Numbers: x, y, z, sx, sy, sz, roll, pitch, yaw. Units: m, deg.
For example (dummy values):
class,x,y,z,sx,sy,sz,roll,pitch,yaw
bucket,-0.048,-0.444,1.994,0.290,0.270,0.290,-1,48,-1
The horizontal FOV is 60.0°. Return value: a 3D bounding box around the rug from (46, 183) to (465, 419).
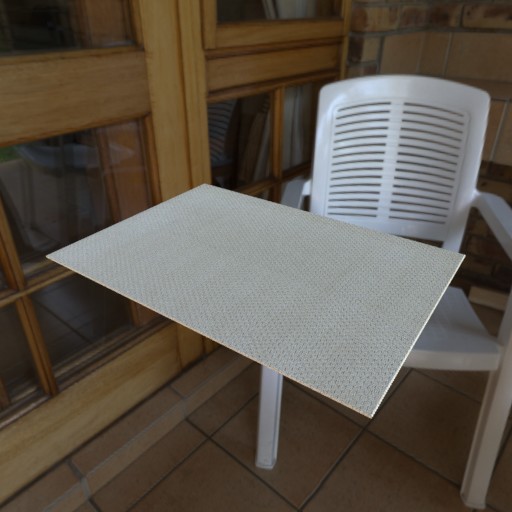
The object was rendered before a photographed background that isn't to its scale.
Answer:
class,x,y,z,sx,sy,sz,roll,pitch,yaw
rug,0.000,0.000,2.773,2.144,0.013,1.509,19,36,30
